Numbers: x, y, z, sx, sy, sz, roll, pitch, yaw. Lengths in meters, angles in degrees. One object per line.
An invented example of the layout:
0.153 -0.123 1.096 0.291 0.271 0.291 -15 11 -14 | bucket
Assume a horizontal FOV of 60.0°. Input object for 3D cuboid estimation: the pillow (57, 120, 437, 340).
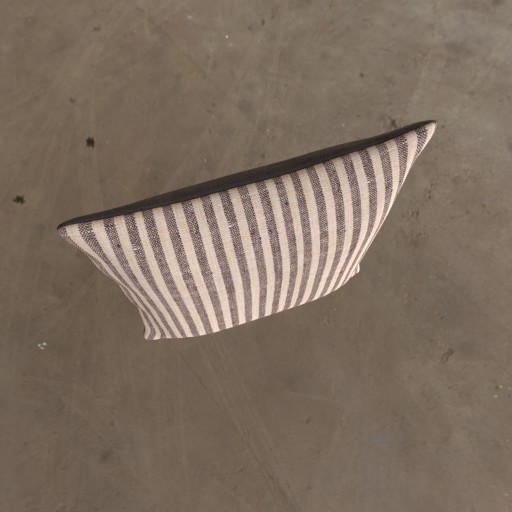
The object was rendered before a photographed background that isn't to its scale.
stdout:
0.000 0.000 0.795 0.523 0.506 0.166 -17 67 -7 | pillow
